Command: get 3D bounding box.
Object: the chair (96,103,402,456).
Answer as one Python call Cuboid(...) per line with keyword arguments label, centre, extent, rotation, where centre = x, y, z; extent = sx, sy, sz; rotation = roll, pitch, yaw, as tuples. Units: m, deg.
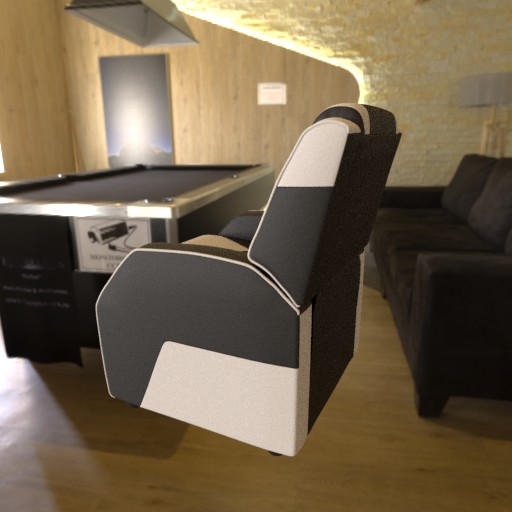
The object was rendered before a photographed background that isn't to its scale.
Cuboid(label="chair", centre=(0.000, 0.000, 1.273), extent=(0.672, 0.805, 0.620), rotation=(7, 17, 25))
